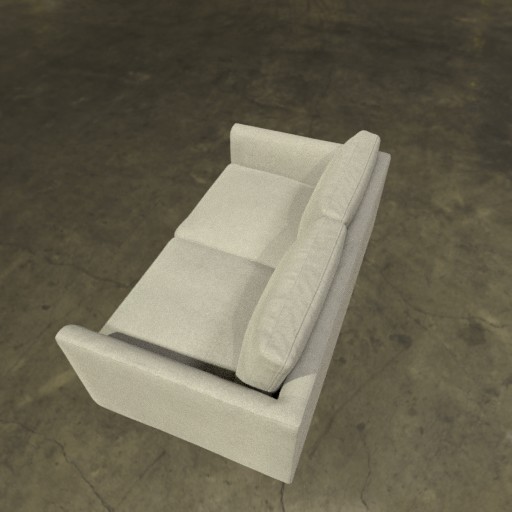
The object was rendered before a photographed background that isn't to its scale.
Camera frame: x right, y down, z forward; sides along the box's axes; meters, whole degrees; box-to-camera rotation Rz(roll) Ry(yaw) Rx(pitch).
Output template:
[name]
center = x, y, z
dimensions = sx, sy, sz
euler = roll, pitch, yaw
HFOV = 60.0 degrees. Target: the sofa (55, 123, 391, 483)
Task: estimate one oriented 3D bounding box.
[sofa]
center = 0.000, 0.000, 2.479
dimensions = 1.091, 0.839, 1.905
euler = 16, 48, 15
